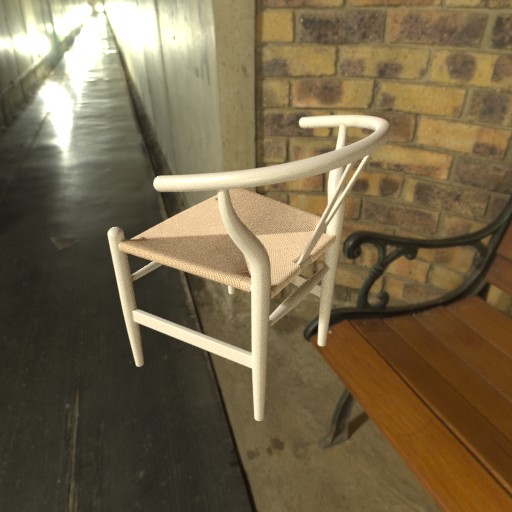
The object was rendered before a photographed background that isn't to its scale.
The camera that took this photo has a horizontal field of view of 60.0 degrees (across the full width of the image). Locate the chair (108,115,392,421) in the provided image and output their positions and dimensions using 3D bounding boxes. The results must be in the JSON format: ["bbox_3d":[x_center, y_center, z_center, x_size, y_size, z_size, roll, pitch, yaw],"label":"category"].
[{"bbox_3d":[0.000,0.000,1.166,0.579,0.730,0.569,20,37,30],"label":"chair"}]
